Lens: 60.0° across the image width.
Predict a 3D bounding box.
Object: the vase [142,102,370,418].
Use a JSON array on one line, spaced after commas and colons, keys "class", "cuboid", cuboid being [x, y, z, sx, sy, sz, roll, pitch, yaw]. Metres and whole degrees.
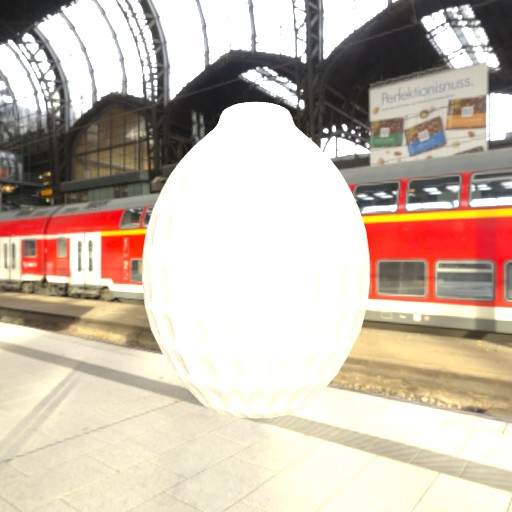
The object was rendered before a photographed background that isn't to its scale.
[{"class": "vase", "cuboid": [0.000, 0.000, 0.257, 0.128, 0.167, 0.128, 0, 0, 0]}]
